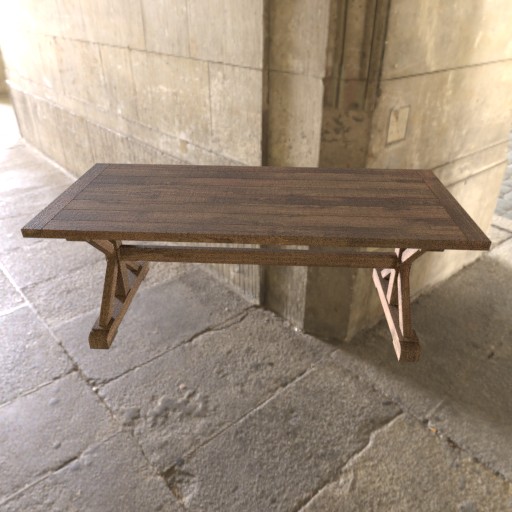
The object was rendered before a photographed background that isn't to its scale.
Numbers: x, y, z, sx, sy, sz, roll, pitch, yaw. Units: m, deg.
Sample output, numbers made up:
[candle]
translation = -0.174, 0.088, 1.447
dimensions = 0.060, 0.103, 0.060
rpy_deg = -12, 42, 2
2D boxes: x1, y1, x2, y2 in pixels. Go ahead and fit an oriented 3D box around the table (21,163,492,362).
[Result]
[table]
translation = 0.000, 0.000, 2.480
dimensions = 2.031, 0.733, 0.907
rpy_deg = 2, 30, 3
